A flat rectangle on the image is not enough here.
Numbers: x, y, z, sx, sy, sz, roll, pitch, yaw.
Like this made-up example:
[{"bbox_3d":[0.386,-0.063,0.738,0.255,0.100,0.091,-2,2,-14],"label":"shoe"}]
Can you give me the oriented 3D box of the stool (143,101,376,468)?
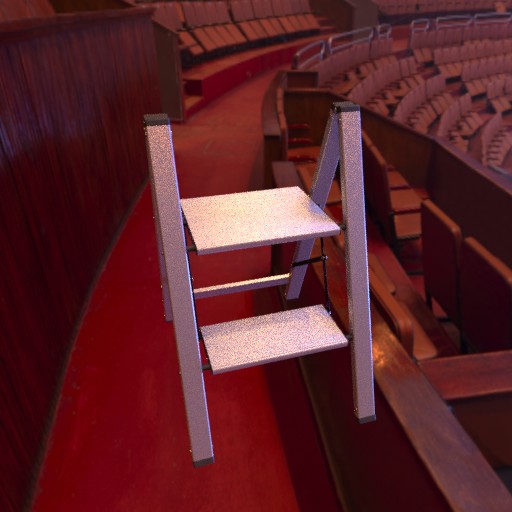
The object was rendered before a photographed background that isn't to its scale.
[{"bbox_3d":[0.000,0.000,1.044,0.440,0.670,0.535,-9,32,-14],"label":"stool"}]
